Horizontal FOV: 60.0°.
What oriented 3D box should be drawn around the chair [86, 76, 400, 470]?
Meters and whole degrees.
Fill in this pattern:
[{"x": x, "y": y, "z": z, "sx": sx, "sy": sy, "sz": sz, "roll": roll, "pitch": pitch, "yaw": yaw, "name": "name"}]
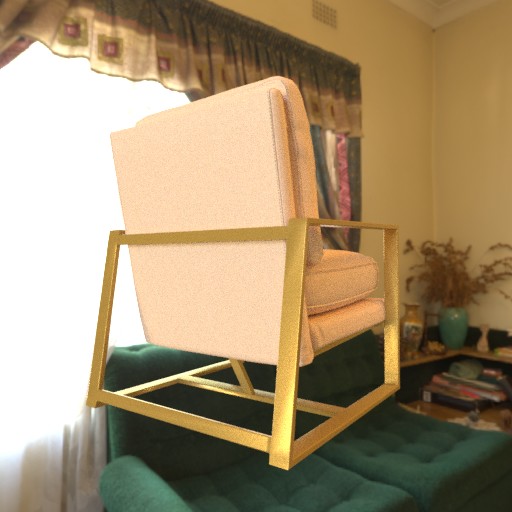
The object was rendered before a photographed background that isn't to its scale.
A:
[{"x": 0.000, "y": 0.000, "z": 1.529, "sx": 0.758, "sy": 0.956, "sz": 0.813, "roll": -1, "pitch": -1, "yaw": 36, "name": "chair"}]
